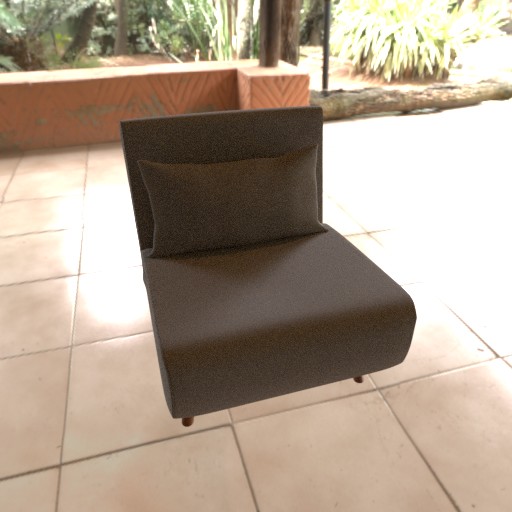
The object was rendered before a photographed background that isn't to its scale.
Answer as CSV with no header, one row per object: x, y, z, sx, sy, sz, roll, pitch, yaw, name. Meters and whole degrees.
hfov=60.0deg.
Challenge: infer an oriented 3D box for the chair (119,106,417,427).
0.000,0.000,1.527,0.770,0.808,0.902,-9,32,-15,chair
